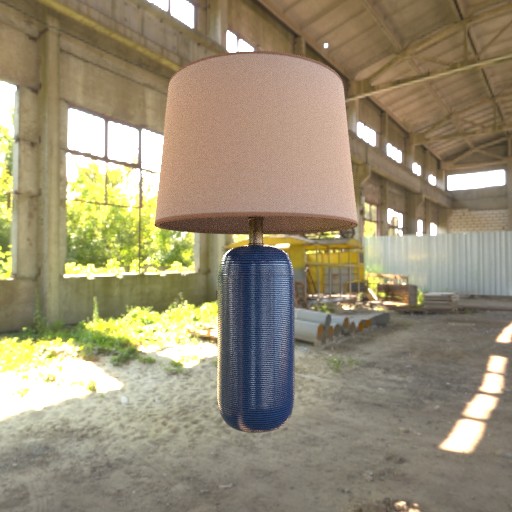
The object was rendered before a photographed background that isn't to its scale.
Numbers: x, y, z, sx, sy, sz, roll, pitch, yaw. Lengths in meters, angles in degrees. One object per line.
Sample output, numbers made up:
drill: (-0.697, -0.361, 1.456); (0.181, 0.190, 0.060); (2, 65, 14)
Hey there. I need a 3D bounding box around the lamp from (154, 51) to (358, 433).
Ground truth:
lamp: (0.000, 0.000, 0.818); (0.367, 0.609, 0.367); (0, -1, 0)
